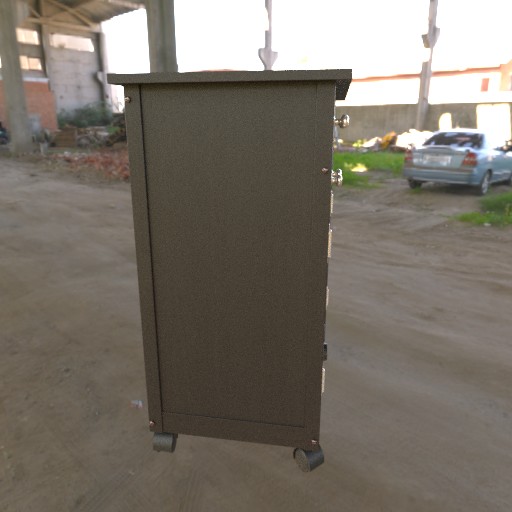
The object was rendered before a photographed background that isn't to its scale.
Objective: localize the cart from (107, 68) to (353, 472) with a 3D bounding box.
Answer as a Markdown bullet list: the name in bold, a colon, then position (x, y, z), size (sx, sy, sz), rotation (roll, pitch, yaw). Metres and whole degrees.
- **cart**: position (0.000, 0.000, 1.230), size (0.456, 0.879, 0.660), rotation (3, 16, 9)
